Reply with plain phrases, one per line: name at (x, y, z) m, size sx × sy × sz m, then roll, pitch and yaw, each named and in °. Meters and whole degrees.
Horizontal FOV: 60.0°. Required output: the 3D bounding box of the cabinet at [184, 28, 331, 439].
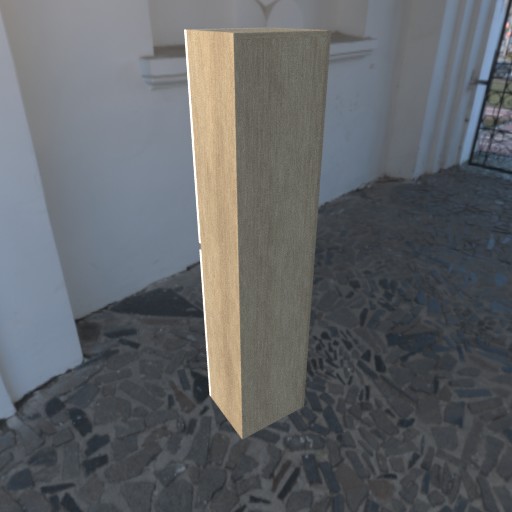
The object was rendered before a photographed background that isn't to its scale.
cabinet at (0.000, 0.000, 1.540) m, size 0.300 × 1.400 × 0.270 m, roll -17°, pitch 33°, yaw -28°
